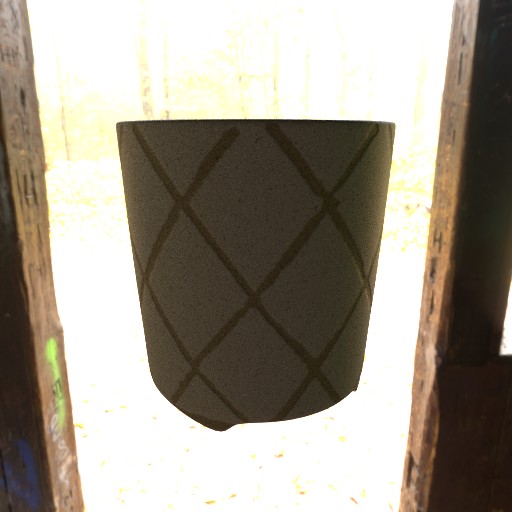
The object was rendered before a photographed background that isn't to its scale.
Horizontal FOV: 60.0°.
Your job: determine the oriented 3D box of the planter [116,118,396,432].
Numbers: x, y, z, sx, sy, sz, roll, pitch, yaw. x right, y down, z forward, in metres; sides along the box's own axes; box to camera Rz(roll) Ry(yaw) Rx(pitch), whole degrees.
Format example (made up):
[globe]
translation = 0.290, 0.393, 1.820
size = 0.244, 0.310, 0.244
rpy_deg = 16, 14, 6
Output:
[planter]
translation = 0.000, 0.000, 0.407
size = 0.228, 0.235, 0.228
rpy_deg = 0, 16, 0
